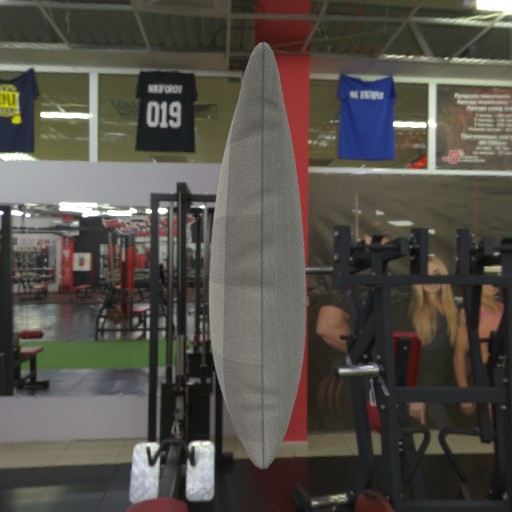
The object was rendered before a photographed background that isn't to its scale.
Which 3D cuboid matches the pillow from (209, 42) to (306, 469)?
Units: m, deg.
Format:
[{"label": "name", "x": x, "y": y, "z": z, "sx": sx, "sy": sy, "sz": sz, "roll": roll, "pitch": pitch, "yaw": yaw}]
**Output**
[{"label": "pillow", "x": 0.000, "y": 0.000, "z": 0.776, "sx": 0.161, "sy": 0.509, "sz": 0.511, "roll": 0, "pitch": 0, "yaw": -2}]
